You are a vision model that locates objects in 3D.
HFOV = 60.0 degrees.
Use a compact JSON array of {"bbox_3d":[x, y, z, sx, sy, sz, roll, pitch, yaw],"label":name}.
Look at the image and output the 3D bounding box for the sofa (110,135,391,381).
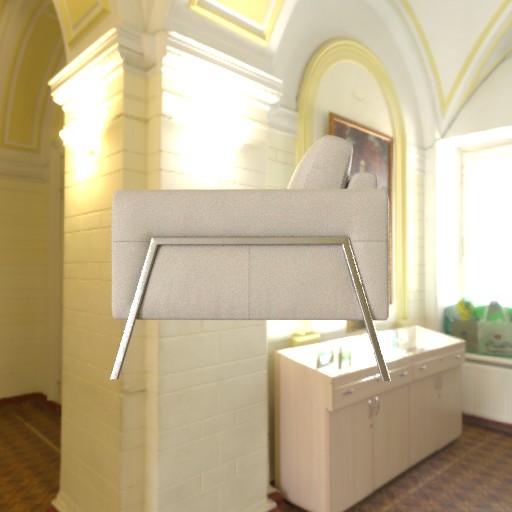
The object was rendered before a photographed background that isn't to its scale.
[{"bbox_3d":[0.000,0.000,2.477,0.953,0.875,2.017,0,-2,2],"label":"sofa"}]
